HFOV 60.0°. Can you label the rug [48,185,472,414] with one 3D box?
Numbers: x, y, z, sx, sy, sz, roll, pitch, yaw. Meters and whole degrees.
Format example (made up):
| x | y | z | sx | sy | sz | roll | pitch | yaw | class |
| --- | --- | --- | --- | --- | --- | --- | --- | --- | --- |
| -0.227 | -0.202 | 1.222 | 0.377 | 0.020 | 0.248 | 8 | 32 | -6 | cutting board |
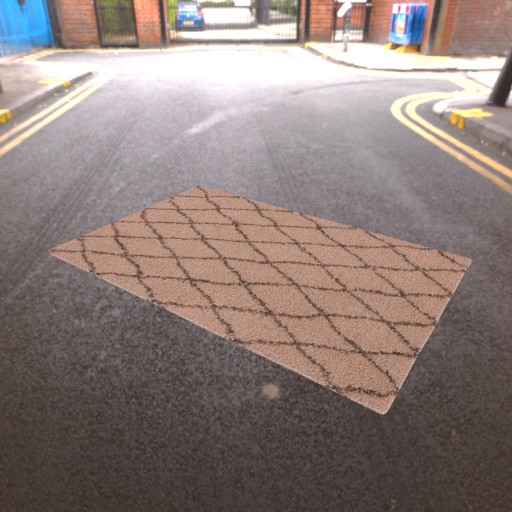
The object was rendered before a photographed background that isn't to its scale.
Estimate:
| x | y | z | sx | sy | sz | roll | pitch | yaw | class |
| --- | --- | --- | --- | --- | --- | --- | --- | --- | --- |
| 0.000 | 0.000 | 3.402 | 2.743 | 0.030 | 1.778 | 19 | 35 | 30 | rug |
